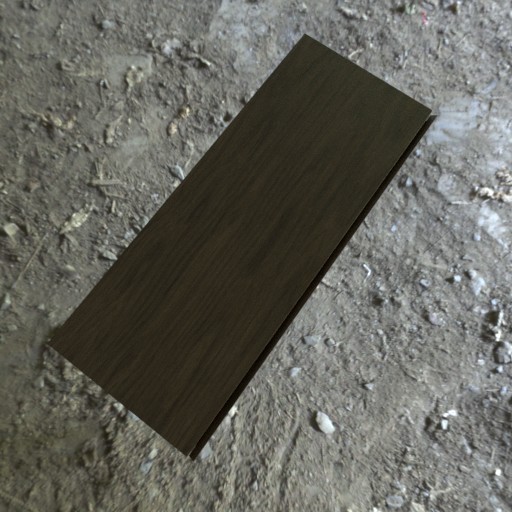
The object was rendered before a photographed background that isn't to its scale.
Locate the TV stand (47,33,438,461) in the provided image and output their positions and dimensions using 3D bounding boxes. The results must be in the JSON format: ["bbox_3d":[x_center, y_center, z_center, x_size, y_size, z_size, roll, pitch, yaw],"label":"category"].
[{"bbox_3d":[0.000,0.000,1.353,0.405,0.660,0.990,35,78,8],"label":"TV stand"}]
